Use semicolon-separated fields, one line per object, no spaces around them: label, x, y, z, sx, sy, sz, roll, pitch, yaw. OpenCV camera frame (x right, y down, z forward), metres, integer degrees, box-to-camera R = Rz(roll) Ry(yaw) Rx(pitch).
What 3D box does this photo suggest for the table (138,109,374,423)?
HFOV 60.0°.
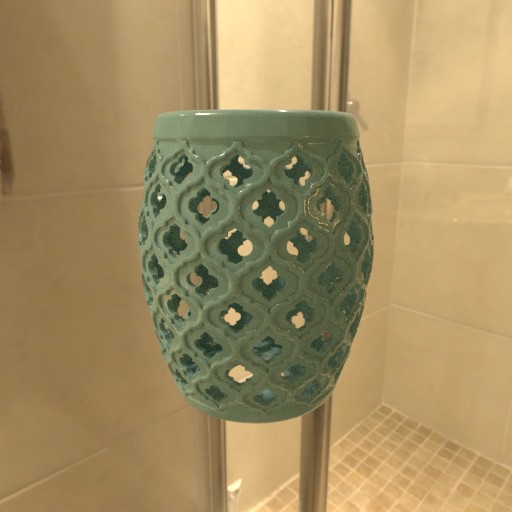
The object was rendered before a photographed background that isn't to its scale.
table;0.000;0.000;0.637;0.325;0.388;0.325;0;15;0
